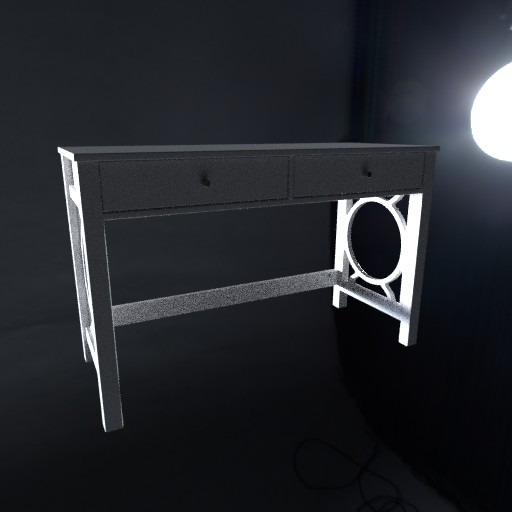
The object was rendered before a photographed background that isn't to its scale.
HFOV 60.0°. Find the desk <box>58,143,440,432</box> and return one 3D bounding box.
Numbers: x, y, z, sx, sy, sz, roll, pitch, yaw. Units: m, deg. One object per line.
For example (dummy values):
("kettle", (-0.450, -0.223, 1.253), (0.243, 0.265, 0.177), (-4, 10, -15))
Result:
("desk", (0.000, 0.000, 1.589), (1.191, 0.762, 0.504), (-8, 18, -26))
